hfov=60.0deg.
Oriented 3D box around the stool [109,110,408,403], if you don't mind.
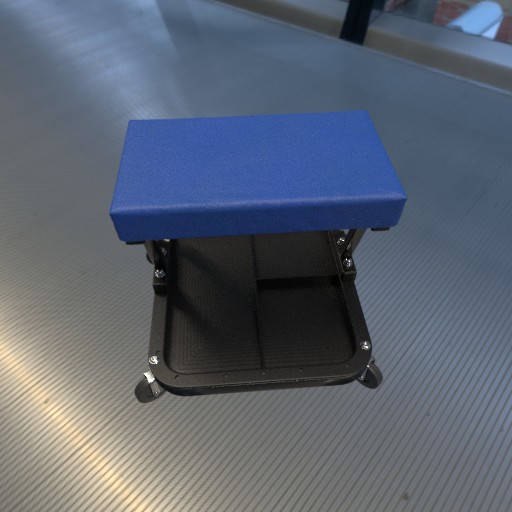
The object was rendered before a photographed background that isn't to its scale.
[{"bbox_3d":[0.000,0.000,0.736,0.446,0.380,0.371,-3,48,-3],"label":"stool"}]
